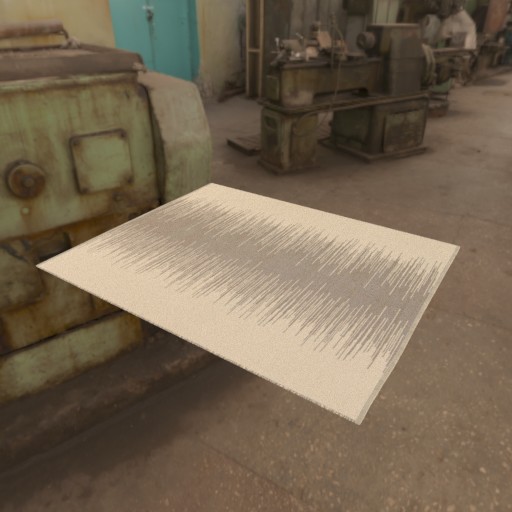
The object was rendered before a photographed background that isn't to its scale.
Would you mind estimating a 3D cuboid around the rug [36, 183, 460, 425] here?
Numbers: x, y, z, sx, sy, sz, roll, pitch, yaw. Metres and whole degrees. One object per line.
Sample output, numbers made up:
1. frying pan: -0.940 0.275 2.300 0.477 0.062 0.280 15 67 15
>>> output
1. rug: 0.000 0.000 4.045 3.037 0.010 2.453 19 35 29
